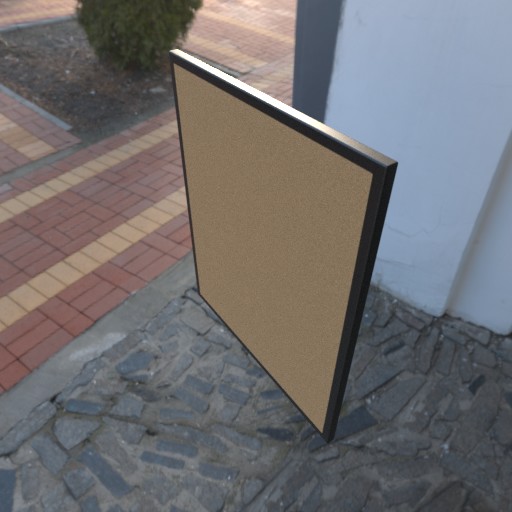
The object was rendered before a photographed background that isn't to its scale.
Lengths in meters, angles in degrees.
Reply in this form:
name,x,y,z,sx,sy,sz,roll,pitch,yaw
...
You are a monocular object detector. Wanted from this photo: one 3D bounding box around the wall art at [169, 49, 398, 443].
name,x,y,z,sx,sy,sz,roll,pitch,yaw
wall art,0.000,0.000,0.789,0.018,0.582,0.481,-25,47,-26
